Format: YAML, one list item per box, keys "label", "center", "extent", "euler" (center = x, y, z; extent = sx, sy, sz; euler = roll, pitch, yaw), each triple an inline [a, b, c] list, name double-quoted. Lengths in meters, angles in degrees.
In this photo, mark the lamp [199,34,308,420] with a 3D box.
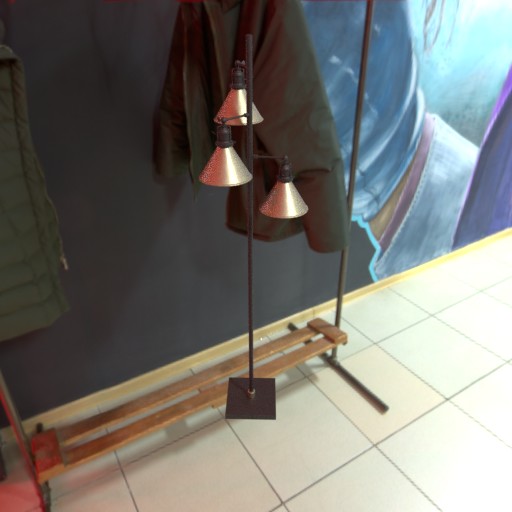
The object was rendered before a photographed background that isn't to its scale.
- label: "lamp"
  center: [0.000, 0.000, 1.915]
  extent: [0.415, 1.716, 0.428]
  euler: [0, 29, 1]
